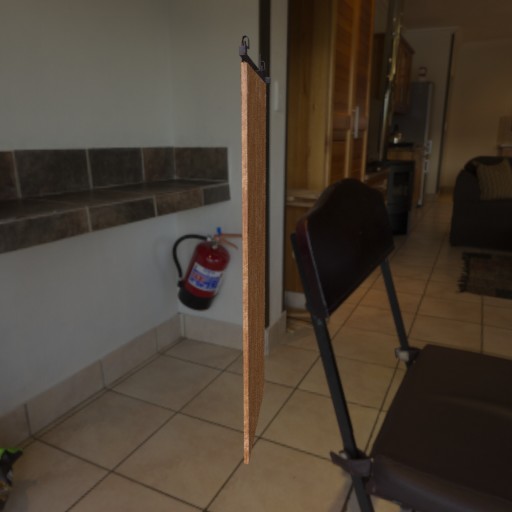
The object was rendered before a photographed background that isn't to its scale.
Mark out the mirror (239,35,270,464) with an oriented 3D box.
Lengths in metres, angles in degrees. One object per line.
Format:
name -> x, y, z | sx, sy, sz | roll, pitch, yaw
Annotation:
mirror -> 0.000, 0.000, 2.097 | 0.042, 1.793, 0.847 | 2, 15, 7
